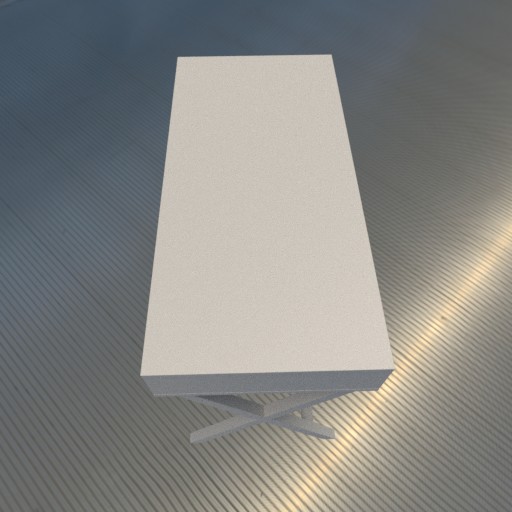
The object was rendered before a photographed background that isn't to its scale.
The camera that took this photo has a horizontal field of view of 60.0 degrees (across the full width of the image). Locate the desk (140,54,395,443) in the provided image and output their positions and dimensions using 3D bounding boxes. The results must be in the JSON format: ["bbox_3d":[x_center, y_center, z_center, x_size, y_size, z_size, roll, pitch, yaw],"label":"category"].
[{"bbox_3d":[0.000,0.000,1.490,0.525,0.780,1.057,-1,57,-1],"label":"desk"}]
